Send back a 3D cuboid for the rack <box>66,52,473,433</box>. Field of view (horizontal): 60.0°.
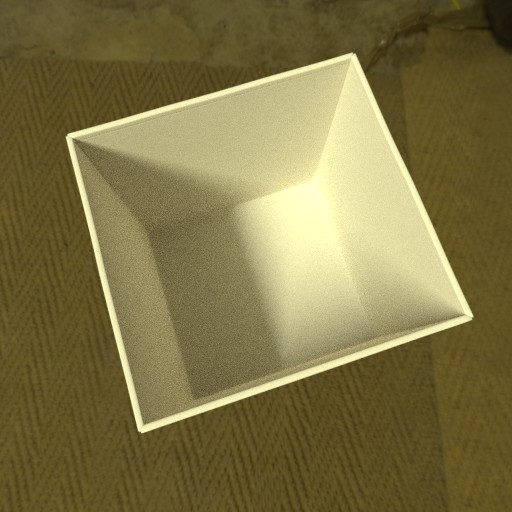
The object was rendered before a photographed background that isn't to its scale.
[{"bbox_3d":[0.000,0.000,0.494,0.270,0.280,0.270,-18,76,-4],"label":"rack"}]
